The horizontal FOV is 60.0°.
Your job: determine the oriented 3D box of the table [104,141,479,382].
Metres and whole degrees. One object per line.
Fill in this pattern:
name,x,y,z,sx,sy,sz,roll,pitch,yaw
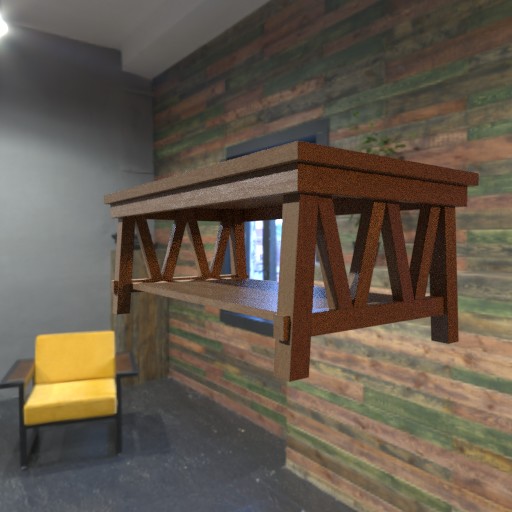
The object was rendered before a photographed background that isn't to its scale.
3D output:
table,0.000,0.000,1.626,0.711,0.507,1.270,-1,2,-36
